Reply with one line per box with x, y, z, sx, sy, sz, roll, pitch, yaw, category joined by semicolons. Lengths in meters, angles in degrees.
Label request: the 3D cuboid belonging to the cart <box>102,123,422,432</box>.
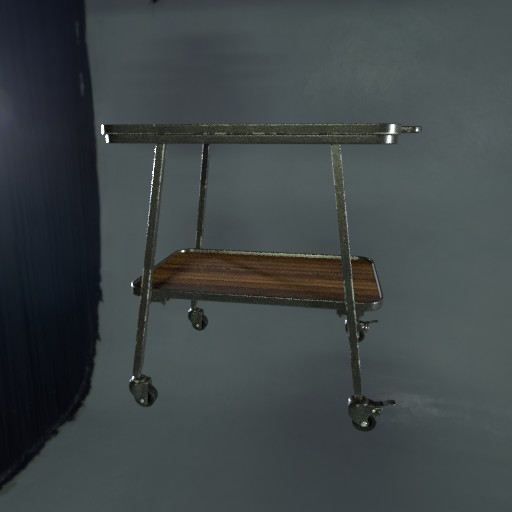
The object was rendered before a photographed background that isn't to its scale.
0.000;0.000;1.242;0.806;0.700;0.515;3;16;10;cart
